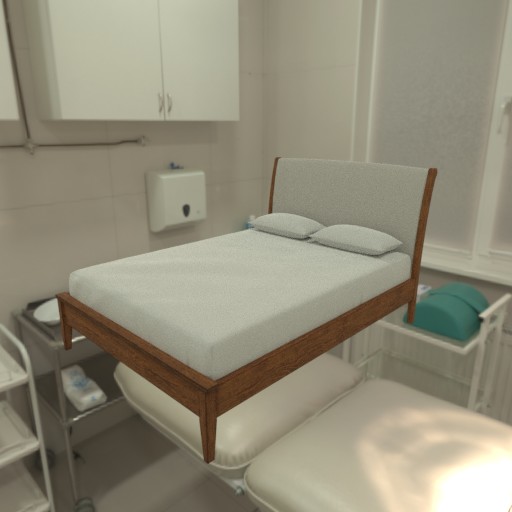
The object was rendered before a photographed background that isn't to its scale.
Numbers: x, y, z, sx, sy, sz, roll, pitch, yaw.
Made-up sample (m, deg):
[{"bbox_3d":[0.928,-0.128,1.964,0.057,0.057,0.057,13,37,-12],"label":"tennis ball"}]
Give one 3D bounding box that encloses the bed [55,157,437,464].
[{"bbox_3d":[0.000,0.000,2.976,1.502,1.135,2.108,16,23,42],"label":"bed"}]
